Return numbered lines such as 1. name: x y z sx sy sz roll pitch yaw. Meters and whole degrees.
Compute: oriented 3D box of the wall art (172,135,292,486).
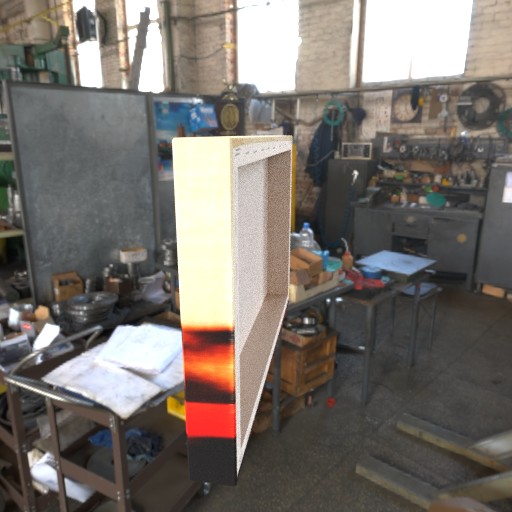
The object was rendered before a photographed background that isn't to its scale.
1. wall art: 0.000 0.000 0.481 0.037 0.251 0.383 3 16 10
